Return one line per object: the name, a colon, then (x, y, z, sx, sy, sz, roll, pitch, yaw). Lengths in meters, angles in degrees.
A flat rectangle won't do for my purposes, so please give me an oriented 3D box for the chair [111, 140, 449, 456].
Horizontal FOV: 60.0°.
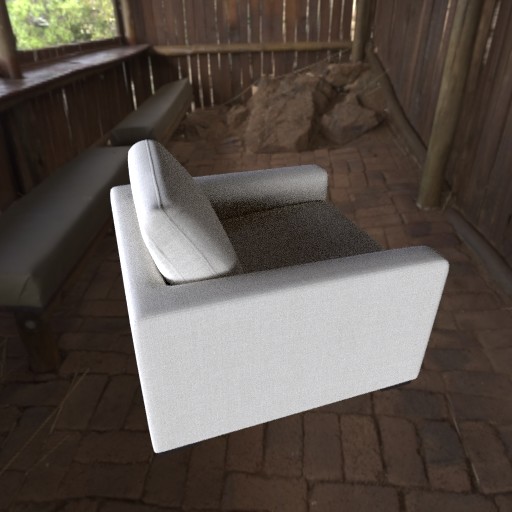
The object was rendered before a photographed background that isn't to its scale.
chair: (0.000, 0.000, 1.897, 1.100, 0.876, 1.070, -10, 32, -16)
